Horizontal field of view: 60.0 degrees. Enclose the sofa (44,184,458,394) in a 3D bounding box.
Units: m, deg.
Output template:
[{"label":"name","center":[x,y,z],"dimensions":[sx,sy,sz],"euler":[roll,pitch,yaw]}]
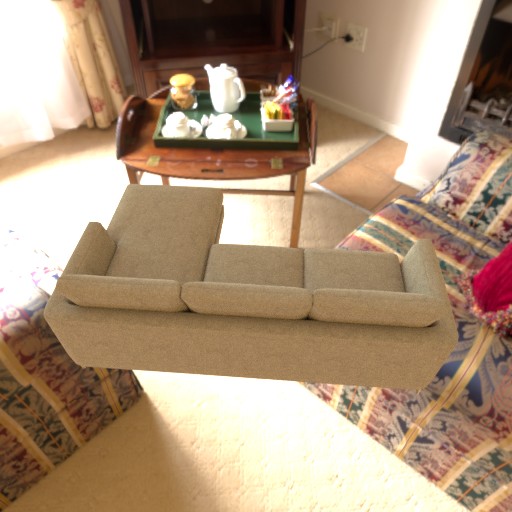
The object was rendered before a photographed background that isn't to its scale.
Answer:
[{"label":"sofa","center":[0.000,0.000,3.219],"dimensions":[2.438,0.864,1.626],"euler":[3,46,3]}]
